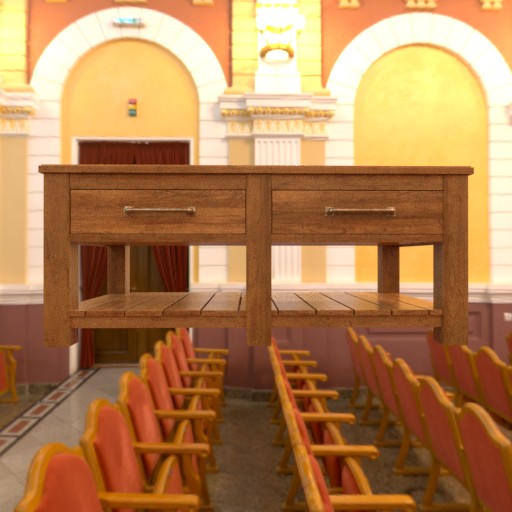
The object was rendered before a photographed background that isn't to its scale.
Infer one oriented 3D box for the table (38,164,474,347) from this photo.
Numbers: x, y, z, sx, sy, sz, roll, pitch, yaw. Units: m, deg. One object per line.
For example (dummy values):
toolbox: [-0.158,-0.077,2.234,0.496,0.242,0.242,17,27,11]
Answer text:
table: [0.000,0.000,1.470,1.150,0.480,0.635,0,0,-1]
